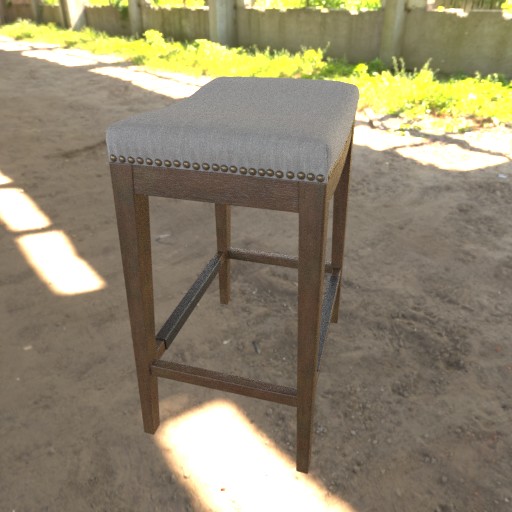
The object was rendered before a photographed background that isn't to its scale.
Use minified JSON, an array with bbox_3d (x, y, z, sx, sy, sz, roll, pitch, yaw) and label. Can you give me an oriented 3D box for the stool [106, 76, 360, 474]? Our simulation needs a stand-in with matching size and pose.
[{"bbox_3d":[0.000,0.000,0.956,0.356,0.660,0.508,8,31,14],"label":"stool"}]
